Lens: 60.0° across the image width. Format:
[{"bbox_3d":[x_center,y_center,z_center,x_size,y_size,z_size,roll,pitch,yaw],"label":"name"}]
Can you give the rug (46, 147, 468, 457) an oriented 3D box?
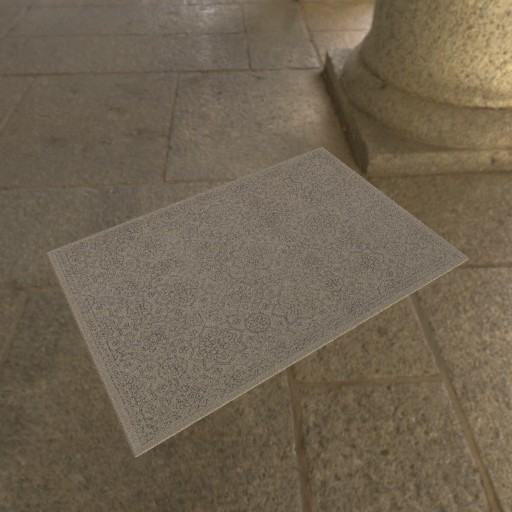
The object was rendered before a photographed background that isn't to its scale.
[{"bbox_3d":[0.000,0.000,2.874,2.286,0.011,1.524,-25,52,-22],"label":"rug"}]
